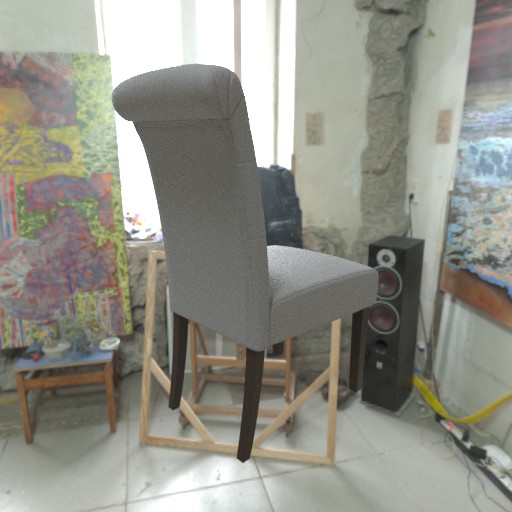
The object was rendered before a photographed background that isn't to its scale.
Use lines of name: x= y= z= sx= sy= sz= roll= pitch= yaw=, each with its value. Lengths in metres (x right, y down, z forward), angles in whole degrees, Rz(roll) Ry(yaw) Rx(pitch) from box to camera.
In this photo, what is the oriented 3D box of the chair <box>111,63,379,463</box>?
chair: x=0.000 y=0.000 z=1.343 sx=0.671 sy=1.006 sz=0.456 roll=-14 pitch=20 yaw=-42
